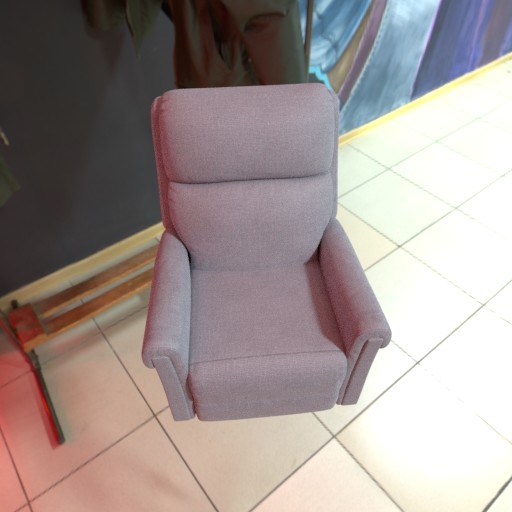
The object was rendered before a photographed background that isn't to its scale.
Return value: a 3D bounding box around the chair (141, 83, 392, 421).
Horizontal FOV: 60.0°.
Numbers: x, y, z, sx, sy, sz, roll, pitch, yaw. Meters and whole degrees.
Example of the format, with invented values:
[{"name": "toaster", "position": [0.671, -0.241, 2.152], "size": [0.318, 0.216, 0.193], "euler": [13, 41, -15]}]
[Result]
[{"name": "chair", "position": [0.000, 0.000, 1.795], "size": [0.838, 1.054, 1.014], "euler": [-4, 47, -4]}]
